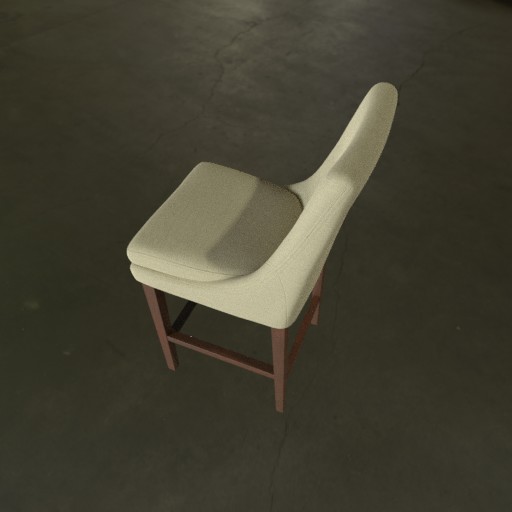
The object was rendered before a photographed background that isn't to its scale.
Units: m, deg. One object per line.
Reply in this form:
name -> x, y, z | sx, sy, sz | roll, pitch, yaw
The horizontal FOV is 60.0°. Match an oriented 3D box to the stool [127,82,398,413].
stool -> 0.000, 0.000, 1.314 | 0.577, 0.981, 0.470 | 17, 49, 15
